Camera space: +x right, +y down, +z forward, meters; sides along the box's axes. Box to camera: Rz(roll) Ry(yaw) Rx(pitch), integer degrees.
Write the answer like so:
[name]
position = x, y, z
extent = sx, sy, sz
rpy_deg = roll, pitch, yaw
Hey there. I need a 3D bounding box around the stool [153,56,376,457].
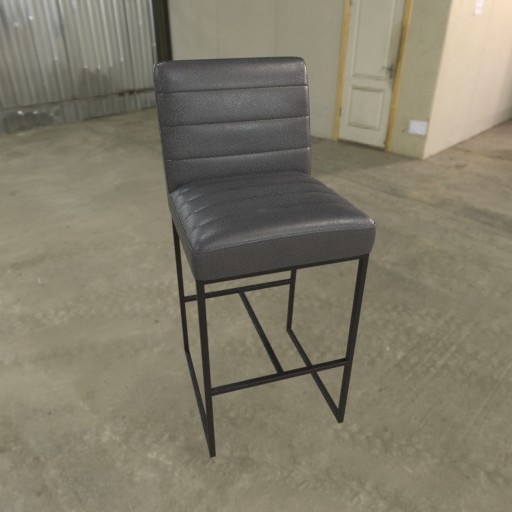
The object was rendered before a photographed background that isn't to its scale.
[stool]
position = 0.000, 0.000, 1.323
extent = 0.457, 1.040, 0.552
rpy_deg = -9, 31, -15
